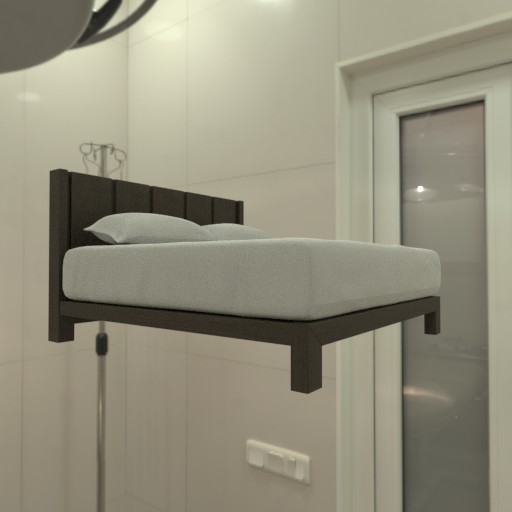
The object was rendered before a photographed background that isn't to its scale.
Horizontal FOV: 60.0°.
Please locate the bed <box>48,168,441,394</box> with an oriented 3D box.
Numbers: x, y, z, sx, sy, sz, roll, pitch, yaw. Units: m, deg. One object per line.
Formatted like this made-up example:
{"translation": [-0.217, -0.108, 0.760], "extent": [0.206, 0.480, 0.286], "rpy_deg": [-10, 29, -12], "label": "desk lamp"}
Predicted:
{"translation": [0.000, 0.000, 3.457], "extent": [2.238, 1.261, 2.143], "rpy_deg": [-1, -1, 37], "label": "bed"}
